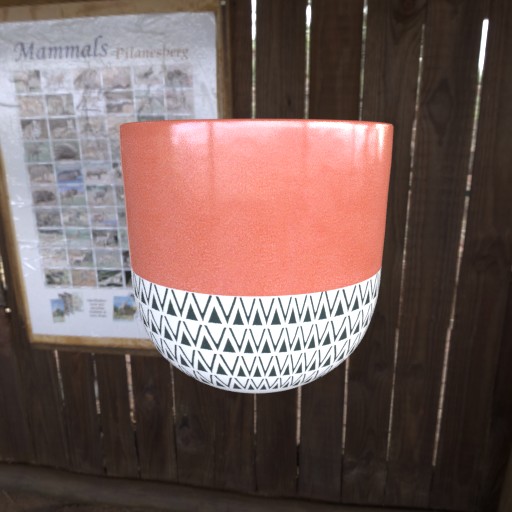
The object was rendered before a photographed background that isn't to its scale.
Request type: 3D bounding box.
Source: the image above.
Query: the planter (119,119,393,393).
[{"bbox_3d":[0.000,0.000,0.480,0.266,0.270,0.266,0,14,0],"label":"planter"}]
